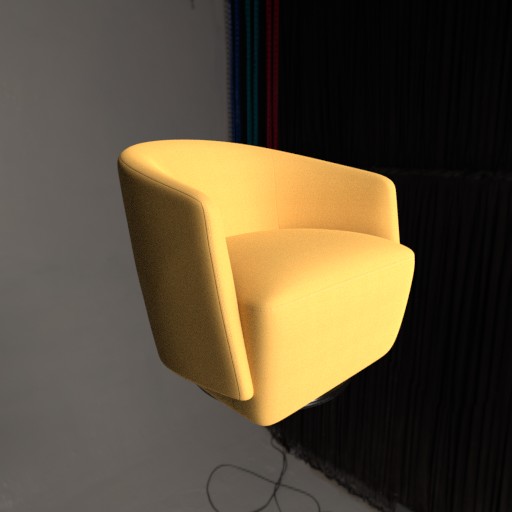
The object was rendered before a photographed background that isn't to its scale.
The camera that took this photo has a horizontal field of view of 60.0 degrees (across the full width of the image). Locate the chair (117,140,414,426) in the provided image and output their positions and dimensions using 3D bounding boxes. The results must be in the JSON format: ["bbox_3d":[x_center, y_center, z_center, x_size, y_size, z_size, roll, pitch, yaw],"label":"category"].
[{"bbox_3d":[0.000,0.000,1.366,0.773,0.698,0.767,-14,19,-43],"label":"chair"}]
